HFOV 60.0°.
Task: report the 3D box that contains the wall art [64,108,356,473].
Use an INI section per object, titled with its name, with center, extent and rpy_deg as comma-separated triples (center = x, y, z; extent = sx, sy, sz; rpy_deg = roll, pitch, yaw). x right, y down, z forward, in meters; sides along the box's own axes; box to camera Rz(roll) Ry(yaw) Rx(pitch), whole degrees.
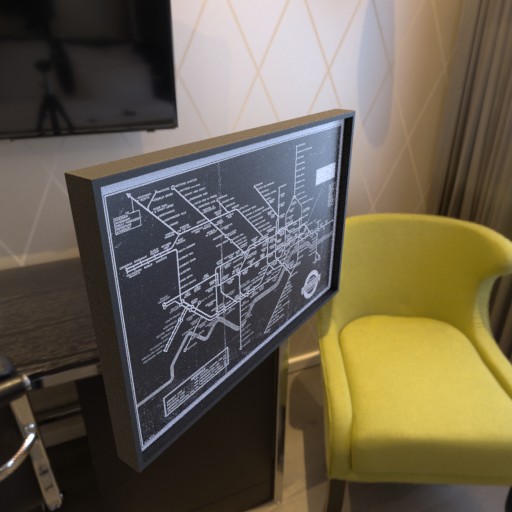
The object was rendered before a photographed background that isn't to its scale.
[wall art]
center = 0.000, 0.000, 0.831
extent = 0.051, 0.456, 0.671
rpy_deg = 17, 31, 32
